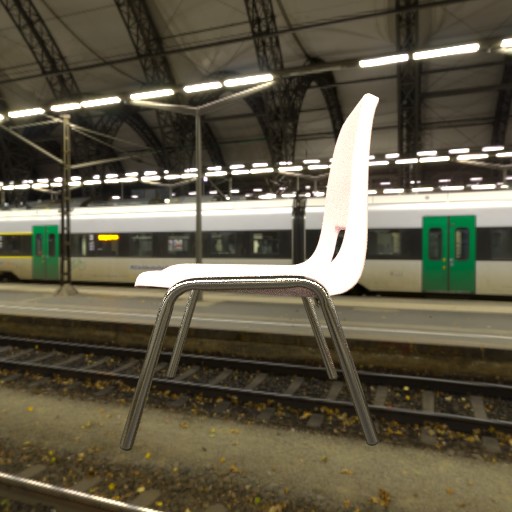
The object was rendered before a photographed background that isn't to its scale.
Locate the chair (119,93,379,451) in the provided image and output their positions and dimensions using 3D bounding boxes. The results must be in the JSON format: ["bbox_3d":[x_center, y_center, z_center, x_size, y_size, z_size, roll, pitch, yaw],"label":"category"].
[{"bbox_3d":[0.000,0.000,0.786,0.385,0.537,0.354,0,1,0],"label":"chair"}]
